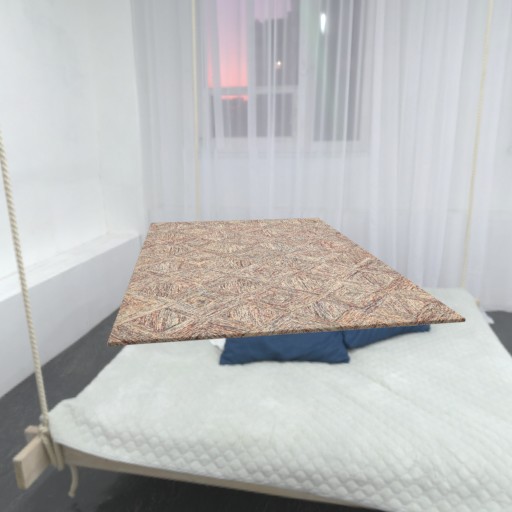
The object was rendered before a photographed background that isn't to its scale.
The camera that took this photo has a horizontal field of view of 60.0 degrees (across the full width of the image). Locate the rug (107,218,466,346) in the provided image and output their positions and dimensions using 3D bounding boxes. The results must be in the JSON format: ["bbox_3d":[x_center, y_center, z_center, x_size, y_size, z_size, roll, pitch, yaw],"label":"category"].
[{"bbox_3d":[0.000,0.000,2.923,1.523,0.019,2.285,-2,16,-8],"label":"rug"}]
